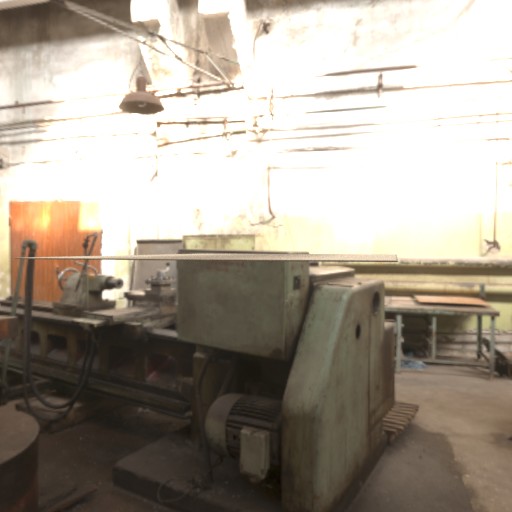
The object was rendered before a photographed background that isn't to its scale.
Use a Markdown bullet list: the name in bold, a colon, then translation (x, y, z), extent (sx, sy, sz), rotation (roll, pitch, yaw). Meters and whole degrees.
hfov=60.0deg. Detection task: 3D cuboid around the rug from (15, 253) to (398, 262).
- **rug**: translation (0.000, 0.000, 4.042), extent (2.453, 0.010, 3.037), rotation (0, 1, 17)
